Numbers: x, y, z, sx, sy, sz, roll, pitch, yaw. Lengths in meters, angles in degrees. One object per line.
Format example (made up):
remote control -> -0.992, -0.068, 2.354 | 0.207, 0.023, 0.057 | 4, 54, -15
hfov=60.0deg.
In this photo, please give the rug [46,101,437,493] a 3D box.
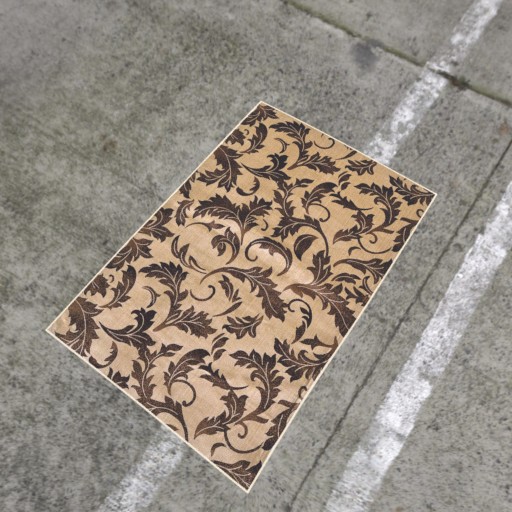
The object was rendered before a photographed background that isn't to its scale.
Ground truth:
rug -> 0.000, 0.000, 2.893 | 1.522, 0.008, 2.284 | 32, 68, 15
